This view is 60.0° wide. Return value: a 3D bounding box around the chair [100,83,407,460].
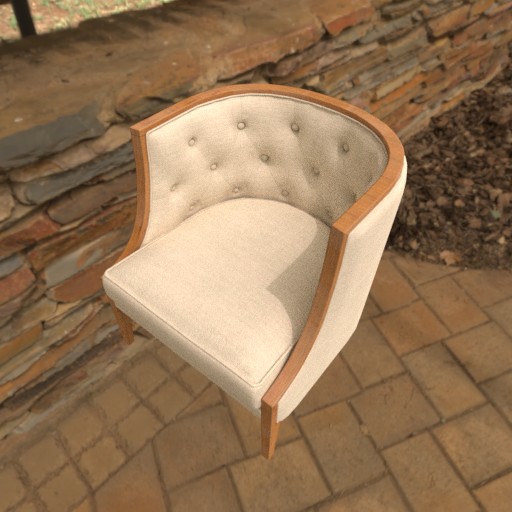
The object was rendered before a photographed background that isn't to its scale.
[{"bbox_3d":[0.000,0.000,1.407,0.711,0.775,0.757,30,53,26],"label":"chair"}]
